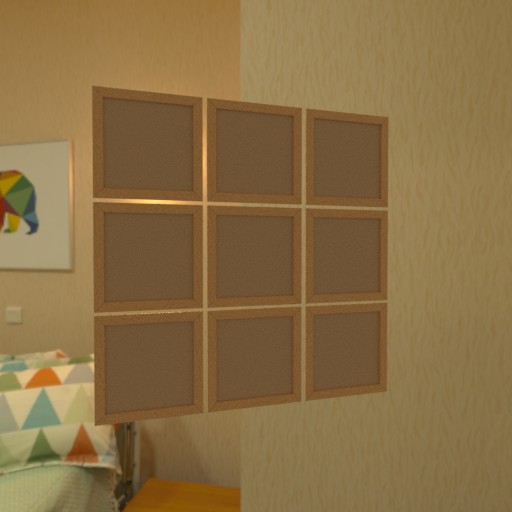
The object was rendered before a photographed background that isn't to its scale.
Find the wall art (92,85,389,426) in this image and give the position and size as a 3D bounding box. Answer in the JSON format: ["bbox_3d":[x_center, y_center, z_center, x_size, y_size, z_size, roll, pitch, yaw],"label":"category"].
[{"bbox_3d":[0.000,0.000,2.205,1.519,1.507,0.014,0,1,-18],"label":"wall art"}]
